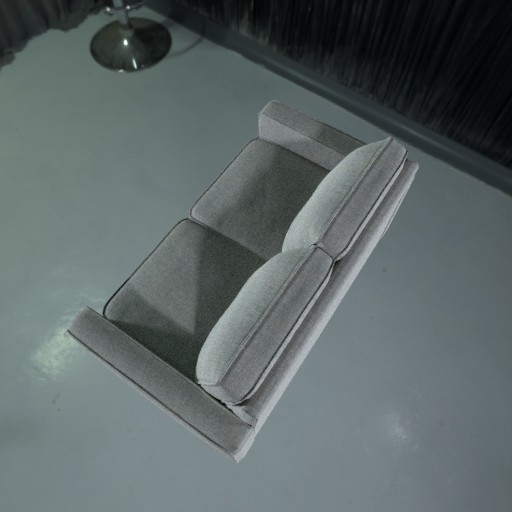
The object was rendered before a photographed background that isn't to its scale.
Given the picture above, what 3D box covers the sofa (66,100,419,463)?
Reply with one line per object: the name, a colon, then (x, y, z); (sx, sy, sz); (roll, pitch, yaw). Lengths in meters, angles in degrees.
sofa: (0.000, 0.000, 2.269); (0.945, 0.915, 1.706); (31, 67, 15)
